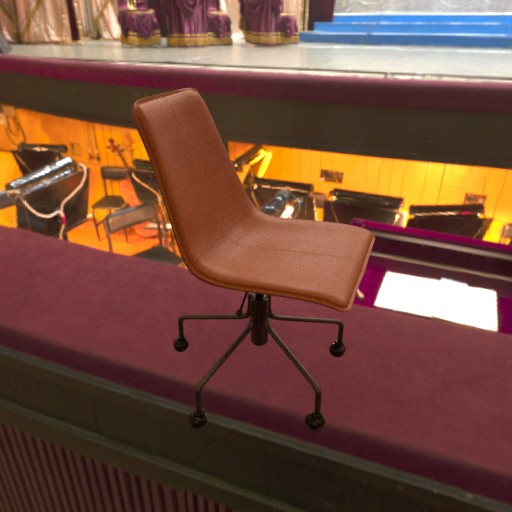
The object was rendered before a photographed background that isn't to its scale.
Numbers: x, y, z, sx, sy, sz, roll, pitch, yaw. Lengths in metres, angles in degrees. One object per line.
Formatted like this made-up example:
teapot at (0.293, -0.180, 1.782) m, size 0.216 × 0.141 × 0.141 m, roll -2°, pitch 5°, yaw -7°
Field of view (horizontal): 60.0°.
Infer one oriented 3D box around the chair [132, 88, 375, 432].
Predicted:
chair at (0.000, 0.000, 1.366) m, size 0.660 × 0.920 × 0.651 m, roll 10°, pitch 30°, yaw 19°
